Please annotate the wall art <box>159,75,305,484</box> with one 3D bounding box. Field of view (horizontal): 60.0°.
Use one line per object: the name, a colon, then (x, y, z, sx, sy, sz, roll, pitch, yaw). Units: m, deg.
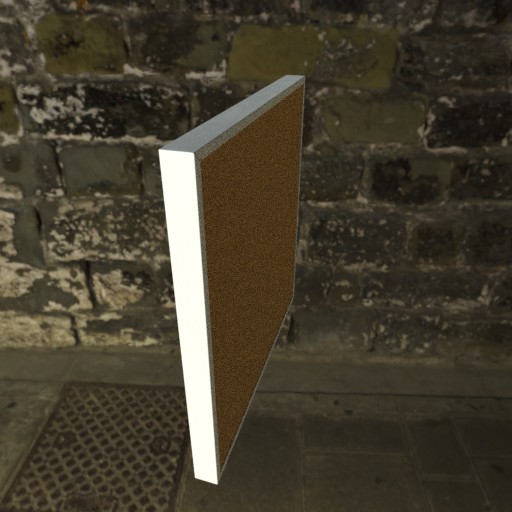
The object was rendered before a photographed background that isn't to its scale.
wall art: (0.000, 0.000, 0.754, 0.037, 0.508, 0.508, 9, 31, 15)
